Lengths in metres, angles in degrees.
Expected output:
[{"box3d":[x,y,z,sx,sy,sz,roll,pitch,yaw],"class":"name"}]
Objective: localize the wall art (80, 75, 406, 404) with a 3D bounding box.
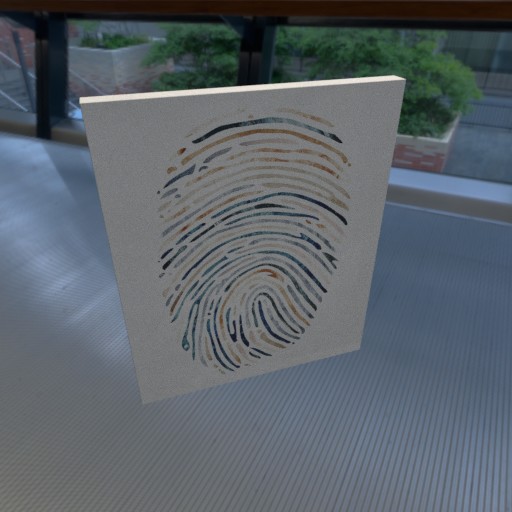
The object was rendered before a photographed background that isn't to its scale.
[{"box3d":[0.000,0.000,0.835,0.508,0.606,0.037,-10,34,-16],"class":"wall art"}]
